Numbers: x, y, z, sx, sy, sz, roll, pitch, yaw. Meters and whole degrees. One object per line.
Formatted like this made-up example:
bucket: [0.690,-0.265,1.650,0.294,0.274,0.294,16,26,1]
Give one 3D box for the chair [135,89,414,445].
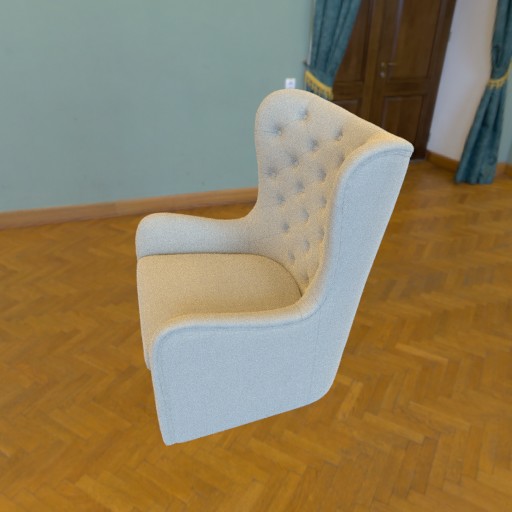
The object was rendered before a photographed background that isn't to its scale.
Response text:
chair: [0.000,0.000,1.726,0.929,1.079,0.831,-8,32,-14]
